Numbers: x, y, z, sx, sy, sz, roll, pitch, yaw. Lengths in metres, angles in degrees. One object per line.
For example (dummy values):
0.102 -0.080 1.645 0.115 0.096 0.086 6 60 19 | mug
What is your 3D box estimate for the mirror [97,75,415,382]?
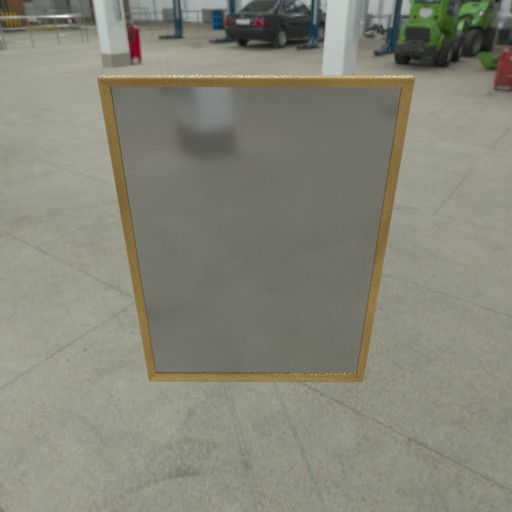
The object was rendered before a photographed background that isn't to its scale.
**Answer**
0.000 0.000 1.336 0.762 1.016 0.041 0 31 0 | mirror
